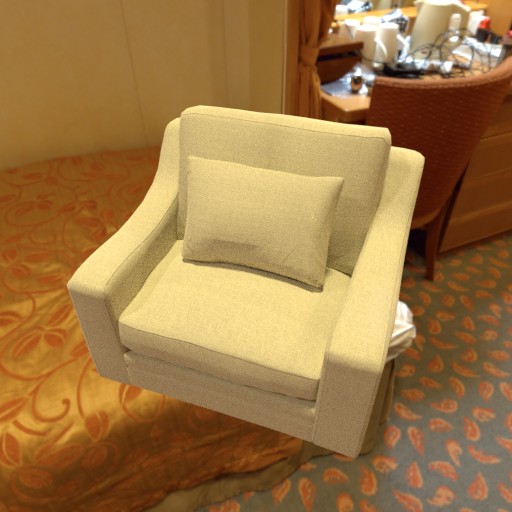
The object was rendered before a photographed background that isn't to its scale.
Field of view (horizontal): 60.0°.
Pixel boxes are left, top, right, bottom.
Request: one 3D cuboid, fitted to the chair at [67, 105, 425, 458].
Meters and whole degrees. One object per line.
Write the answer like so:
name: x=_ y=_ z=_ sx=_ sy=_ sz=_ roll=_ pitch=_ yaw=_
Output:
chair: x=0.000 y=0.000 z=1.881 sx=1.178 sy=1.016 sz=1.009 roll=13 pitch=42 yaw=14
